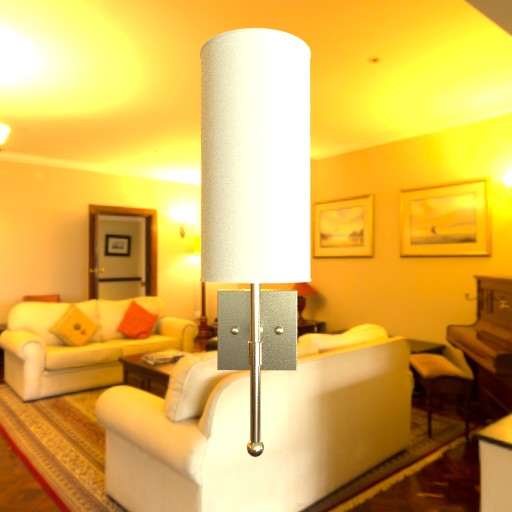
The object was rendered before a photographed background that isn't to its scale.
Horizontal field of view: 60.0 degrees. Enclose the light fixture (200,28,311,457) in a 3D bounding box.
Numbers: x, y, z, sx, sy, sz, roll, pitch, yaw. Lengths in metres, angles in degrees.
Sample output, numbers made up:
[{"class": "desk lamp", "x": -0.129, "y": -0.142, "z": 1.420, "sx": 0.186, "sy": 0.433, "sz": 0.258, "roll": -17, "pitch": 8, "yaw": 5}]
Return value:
[{"class": "light fixture", "x": 0.000, "y": 0.000, "z": 0.553, "sx": 0.128, "sy": 0.462, "sz": 0.208, "roll": 0, "pitch": -1, "yaw": 1}]
